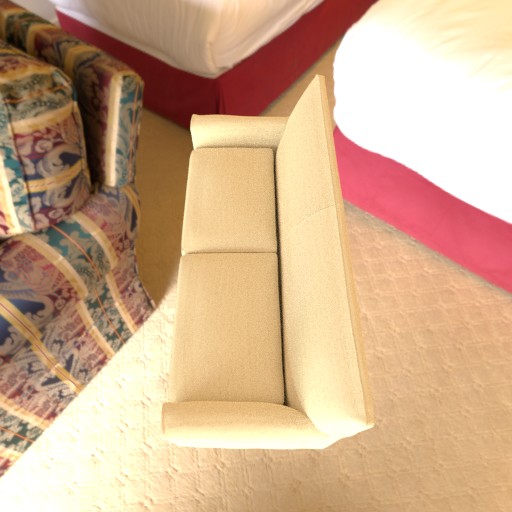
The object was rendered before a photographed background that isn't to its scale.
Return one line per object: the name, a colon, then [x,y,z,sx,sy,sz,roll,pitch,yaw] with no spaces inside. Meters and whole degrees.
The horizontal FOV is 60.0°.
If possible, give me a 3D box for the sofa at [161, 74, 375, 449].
sofa: [0.000,0.000,2.475,0.841,0.907,2.001,-1,58,0]
